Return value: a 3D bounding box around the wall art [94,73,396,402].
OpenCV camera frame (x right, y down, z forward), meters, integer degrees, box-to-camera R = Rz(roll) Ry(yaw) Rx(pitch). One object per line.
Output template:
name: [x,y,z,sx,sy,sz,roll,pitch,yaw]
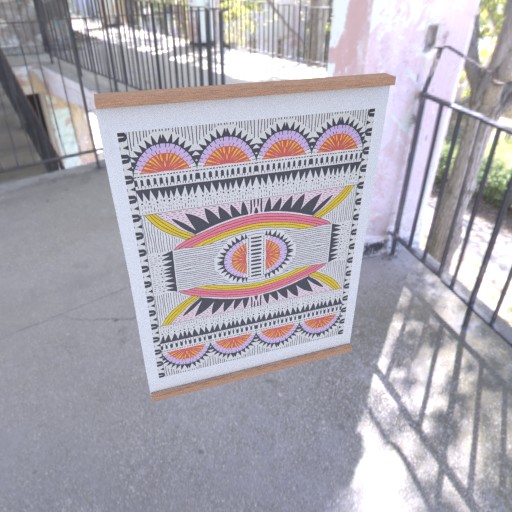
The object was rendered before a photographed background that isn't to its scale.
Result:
wall art: [0.000,0.000,0.716,0.403,0.527,0.028,-10,34,-15]
